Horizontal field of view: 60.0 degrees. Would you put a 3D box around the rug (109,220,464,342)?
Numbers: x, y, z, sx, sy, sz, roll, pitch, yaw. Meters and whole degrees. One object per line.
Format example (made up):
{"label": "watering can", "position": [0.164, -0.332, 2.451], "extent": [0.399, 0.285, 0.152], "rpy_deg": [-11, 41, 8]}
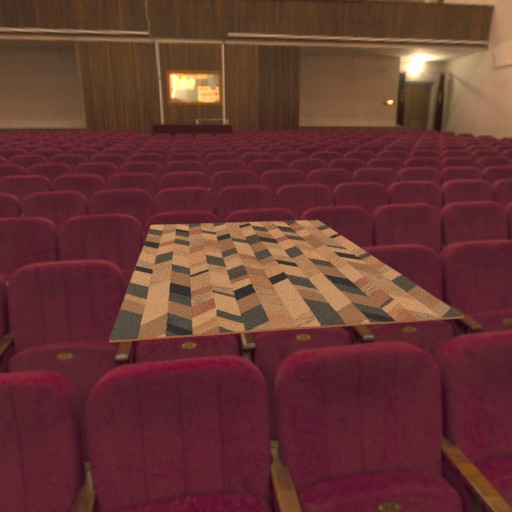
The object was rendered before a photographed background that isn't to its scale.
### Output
{"label": "rug", "position": [0.000, 0.000, 2.307], "extent": [1.202, 0.006, 1.813], "rpy_deg": [-2, 16, -8]}
